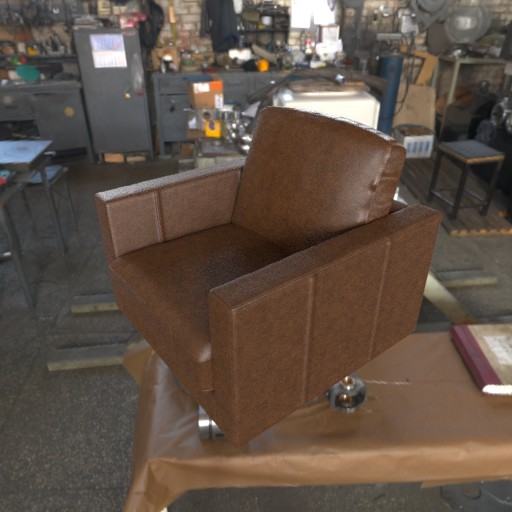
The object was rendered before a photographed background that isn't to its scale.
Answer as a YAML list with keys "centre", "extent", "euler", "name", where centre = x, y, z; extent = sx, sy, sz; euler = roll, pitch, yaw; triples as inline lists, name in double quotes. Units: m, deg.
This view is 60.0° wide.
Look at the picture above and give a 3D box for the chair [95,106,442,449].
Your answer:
- centre: [0.000, 0.000, 1.660]
  extent: [0.909, 0.956, 0.890]
  euler: [-22, 37, -32]
  name: "chair"
